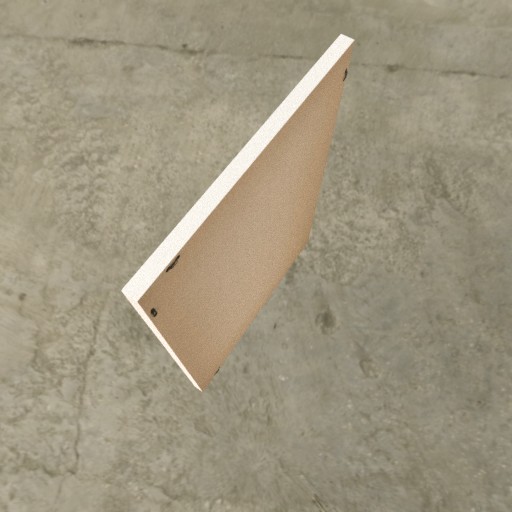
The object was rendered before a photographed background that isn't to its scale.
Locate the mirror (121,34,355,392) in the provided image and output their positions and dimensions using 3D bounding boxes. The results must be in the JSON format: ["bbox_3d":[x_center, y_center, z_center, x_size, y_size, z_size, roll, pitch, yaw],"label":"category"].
[{"bbox_3d":[0.000,0.000,1.342,0.041,1.016,0.762,31,69,14],"label":"mirror"}]
